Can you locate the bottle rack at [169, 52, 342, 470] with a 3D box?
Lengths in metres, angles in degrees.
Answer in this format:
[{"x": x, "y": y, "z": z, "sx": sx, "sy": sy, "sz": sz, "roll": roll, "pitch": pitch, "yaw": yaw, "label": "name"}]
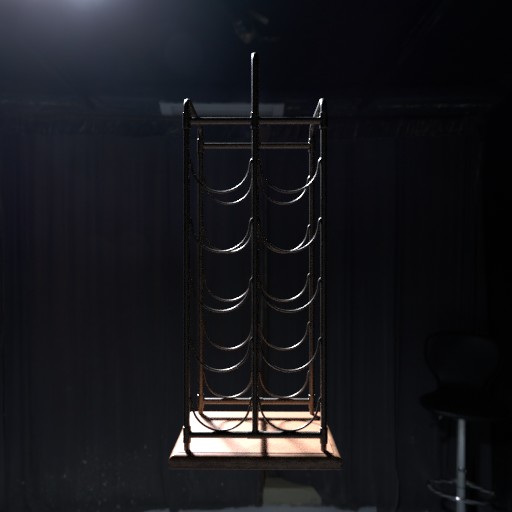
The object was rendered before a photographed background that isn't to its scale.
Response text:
[{"x": 0.000, "y": 0.000, "z": 0.808, "sx": 0.276, "sy": 0.680, "sz": 0.208, "roll": 0, "pitch": 0, "yaw": 1, "label": "bottle rack"}]
